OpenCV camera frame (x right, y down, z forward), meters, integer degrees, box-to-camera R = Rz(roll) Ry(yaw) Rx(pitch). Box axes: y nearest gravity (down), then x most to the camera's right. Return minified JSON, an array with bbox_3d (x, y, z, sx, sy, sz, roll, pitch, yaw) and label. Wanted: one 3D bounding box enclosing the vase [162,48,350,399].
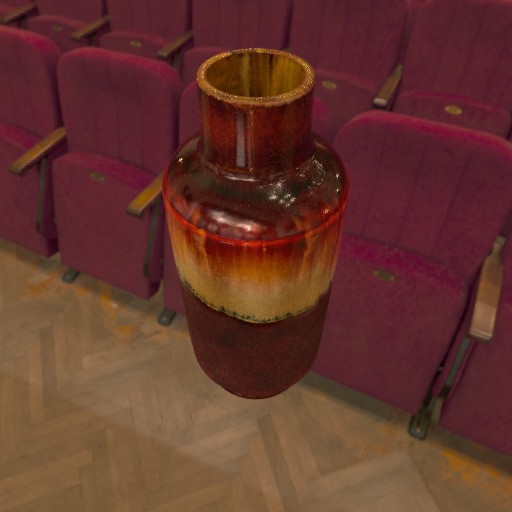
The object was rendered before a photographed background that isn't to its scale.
[{"bbox_3d":[0.000,0.000,0.309,0.111,0.261,0.111,0,47,0],"label":"vase"}]
